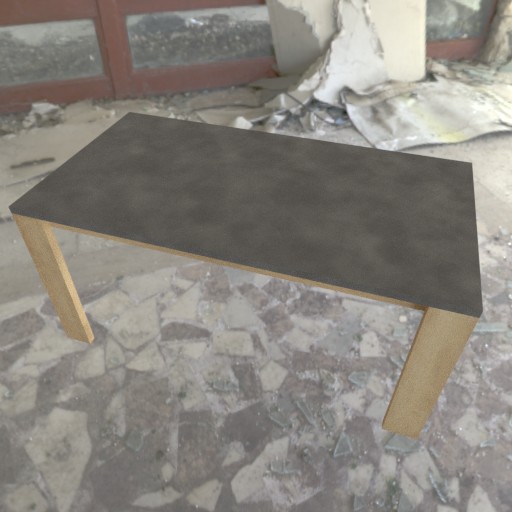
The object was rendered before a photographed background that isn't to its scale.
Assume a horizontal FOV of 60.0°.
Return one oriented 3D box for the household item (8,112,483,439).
[{"bbox_3d":[0.000,0.000,1.965,1.600,0.755,0.850,12,43,13],"label":"household item"}]
